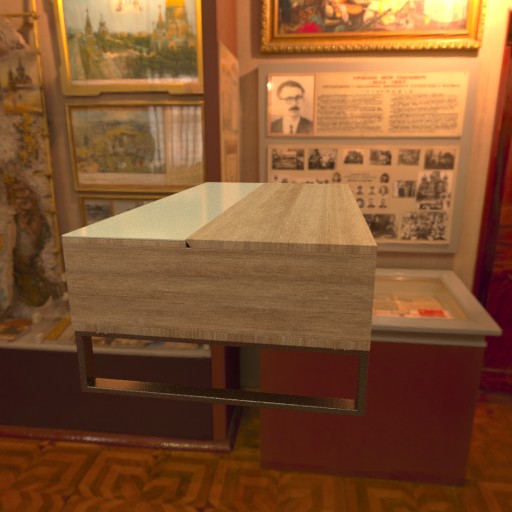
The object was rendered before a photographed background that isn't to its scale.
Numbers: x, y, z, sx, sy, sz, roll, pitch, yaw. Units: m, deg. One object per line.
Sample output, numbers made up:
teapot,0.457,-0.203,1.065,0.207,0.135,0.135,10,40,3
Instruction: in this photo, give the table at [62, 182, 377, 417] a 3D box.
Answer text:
table,0.000,0.000,1.392,0.600,0.350,1.100,2,15,8
